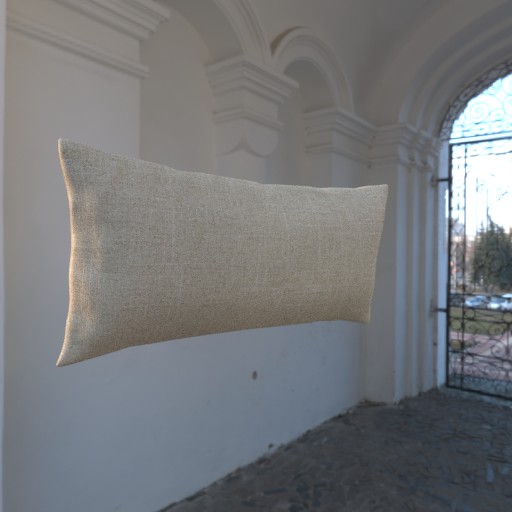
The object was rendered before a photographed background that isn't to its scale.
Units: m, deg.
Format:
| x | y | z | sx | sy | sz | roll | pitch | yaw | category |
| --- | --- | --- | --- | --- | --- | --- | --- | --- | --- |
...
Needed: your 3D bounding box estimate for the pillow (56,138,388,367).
| x | y | z | sx | sy | sz | roll | pitch | yaw | category |
| --- | --- | --- | --- | --- | --- | --- | --- | --- | --- |
| 0.000 | 0.000 | 0.725 | 0.612 | 0.282 | 0.155 | 0 | 0 | -36 | pillow |
